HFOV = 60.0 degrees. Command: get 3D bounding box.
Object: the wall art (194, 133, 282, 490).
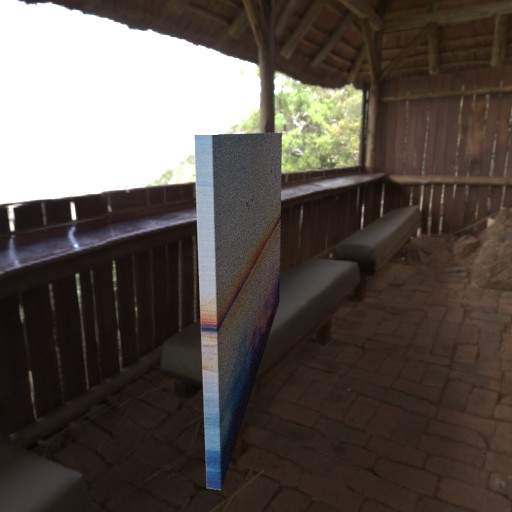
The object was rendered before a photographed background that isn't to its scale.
[{"bbox_3d":[0.000,0.000,1.418,0.034,0.756,1.137,3,16,9],"label":"wall art"}]
